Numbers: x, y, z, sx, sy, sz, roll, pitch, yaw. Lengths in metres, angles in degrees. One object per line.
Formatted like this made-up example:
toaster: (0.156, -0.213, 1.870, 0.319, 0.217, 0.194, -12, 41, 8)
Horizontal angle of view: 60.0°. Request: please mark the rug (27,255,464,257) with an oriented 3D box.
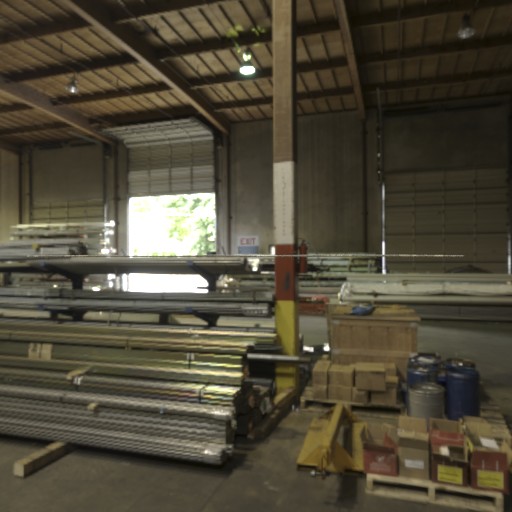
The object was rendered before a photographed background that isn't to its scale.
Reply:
rug: (0.000, 0.000, 2.217, 1.754, 0.010, 1.148, 0, 0, 17)
